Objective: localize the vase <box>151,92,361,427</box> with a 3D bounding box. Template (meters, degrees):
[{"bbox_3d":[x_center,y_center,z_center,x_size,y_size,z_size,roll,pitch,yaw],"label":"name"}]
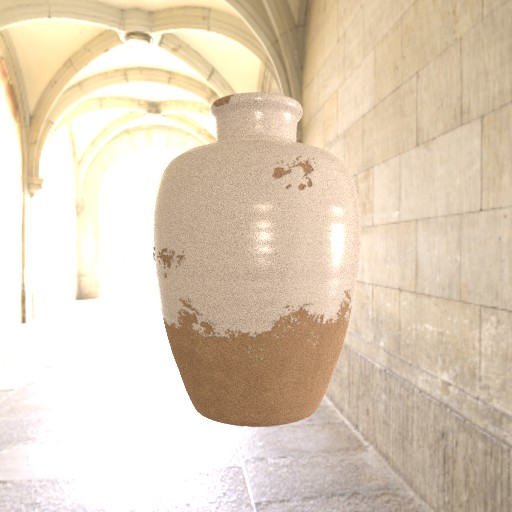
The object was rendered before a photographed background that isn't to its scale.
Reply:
[{"bbox_3d":[0.000,0.000,0.342,0.158,0.228,0.158,0,1,0],"label":"vase"}]
